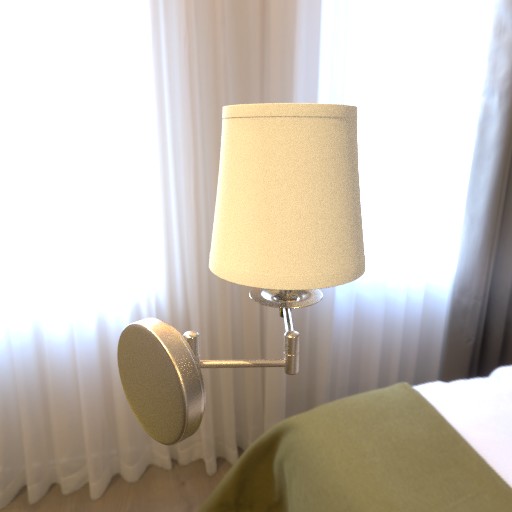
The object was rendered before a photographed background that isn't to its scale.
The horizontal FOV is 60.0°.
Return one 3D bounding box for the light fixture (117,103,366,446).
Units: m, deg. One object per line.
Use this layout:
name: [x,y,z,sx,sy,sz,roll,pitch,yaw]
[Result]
light fixture: [0.000,0.000,0.592,0.348,0.381,0.223,-15,21,-43]
